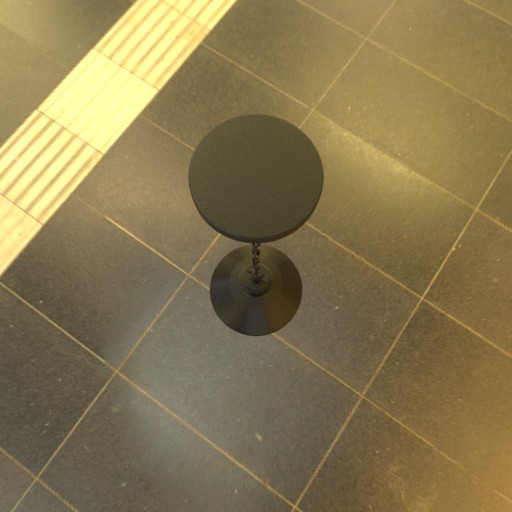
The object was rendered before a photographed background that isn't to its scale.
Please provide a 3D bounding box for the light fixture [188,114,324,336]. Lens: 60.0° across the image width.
[{"bbox_3d":[0.000,0.000,0.677,0.201,0.588,0.201,15,76,4],"label":"light fixture"}]
